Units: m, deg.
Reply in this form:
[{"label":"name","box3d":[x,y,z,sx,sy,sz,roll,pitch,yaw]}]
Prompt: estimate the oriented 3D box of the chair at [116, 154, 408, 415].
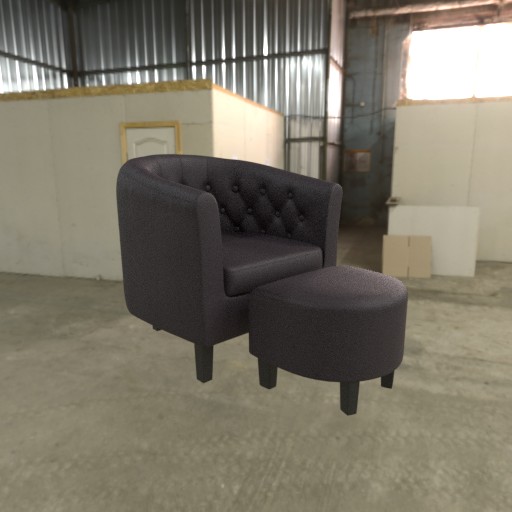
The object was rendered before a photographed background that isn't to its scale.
[{"label":"chair","box3d":[0.000,0.000,1.684,0.763,0.760,1.191,-12,17,-42]}]
